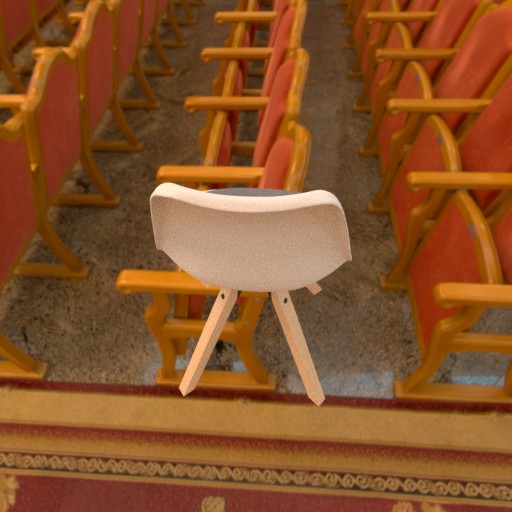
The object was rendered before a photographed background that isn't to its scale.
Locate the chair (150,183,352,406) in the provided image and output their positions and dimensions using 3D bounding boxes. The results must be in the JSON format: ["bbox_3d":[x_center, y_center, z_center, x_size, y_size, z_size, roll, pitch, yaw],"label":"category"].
[{"bbox_3d":[0.000,0.000,1.198,0.485,0.850,0.550,3,47,3],"label":"chair"}]
